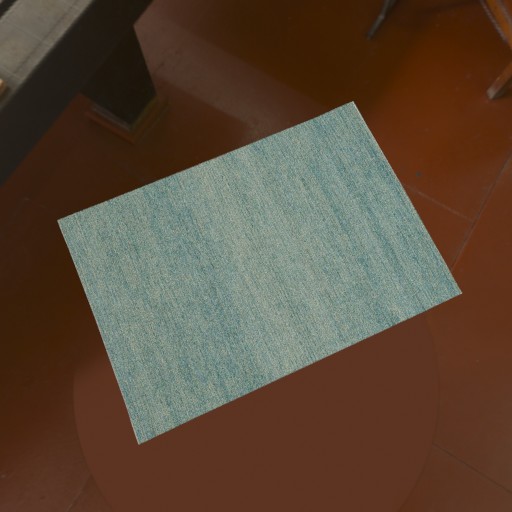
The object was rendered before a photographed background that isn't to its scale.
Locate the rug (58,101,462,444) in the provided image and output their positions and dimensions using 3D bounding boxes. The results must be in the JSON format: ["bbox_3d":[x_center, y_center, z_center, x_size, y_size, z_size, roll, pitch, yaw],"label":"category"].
[{"bbox_3d":[0.000,0.000,3.004,2.305,0.029,1.593,-23,77,-6],"label":"rug"}]
